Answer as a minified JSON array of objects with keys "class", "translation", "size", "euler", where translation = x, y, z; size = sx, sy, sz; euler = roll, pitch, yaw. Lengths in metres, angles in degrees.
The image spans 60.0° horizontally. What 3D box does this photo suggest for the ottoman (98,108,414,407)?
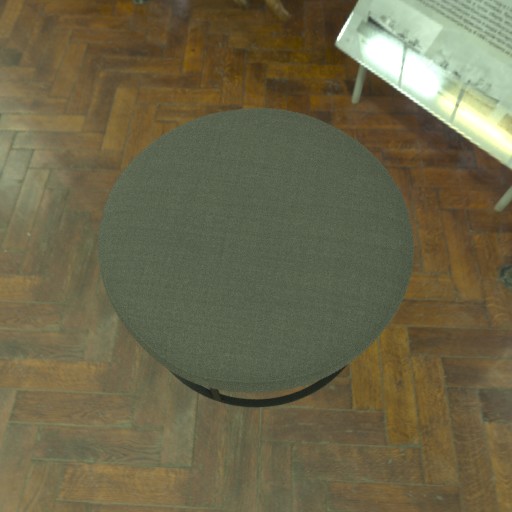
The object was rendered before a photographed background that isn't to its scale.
[{"class":"ottoman","translation":[0.000,0.000,1.223],"size":[0.772,0.460,0.772],"euler":[0,63,0]}]
